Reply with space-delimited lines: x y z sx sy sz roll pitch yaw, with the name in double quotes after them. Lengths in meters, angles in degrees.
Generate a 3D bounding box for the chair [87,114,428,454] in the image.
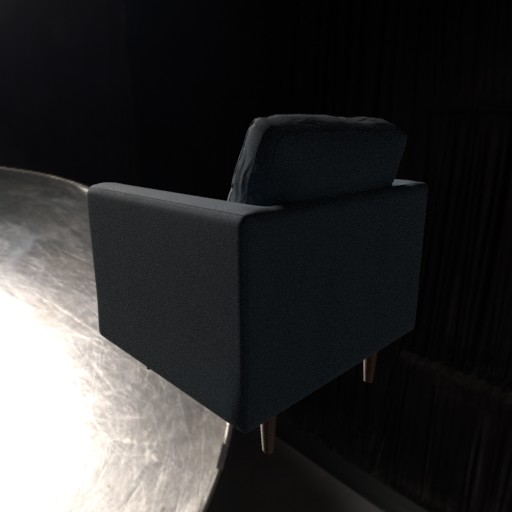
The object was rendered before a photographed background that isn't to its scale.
0.000 0.000 1.537 0.855 0.922 0.820 -15 22 -42 "chair"
